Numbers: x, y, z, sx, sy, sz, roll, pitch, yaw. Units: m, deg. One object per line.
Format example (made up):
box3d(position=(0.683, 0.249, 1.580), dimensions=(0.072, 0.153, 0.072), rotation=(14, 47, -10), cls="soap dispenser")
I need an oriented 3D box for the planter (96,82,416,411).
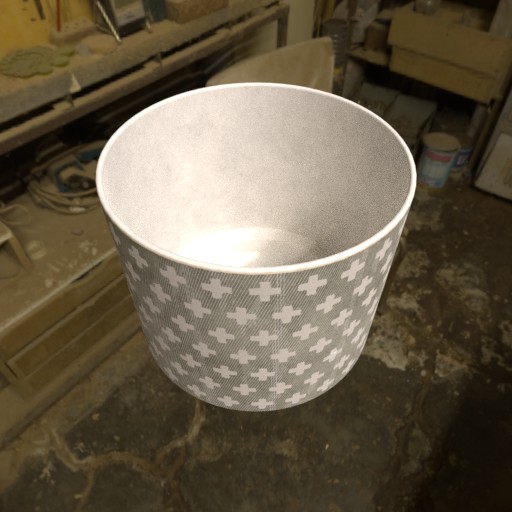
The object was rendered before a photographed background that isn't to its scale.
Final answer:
box3d(position=(0.000, 0.000, 0.335), dimensions=(0.190, 0.181, 0.190), rotation=(0, 47, 0), cls="planter")
